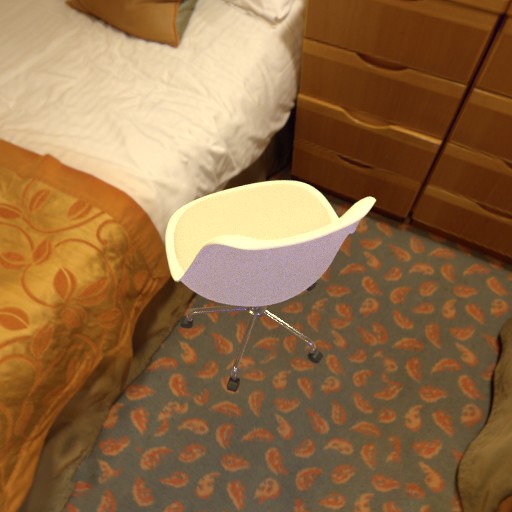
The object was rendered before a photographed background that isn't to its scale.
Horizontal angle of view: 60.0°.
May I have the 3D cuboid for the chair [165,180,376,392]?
[{"bbox_3d":[0.000,0.000,1.280,0.550,0.930,0.550,-15,59,-10],"label":"chair"}]
